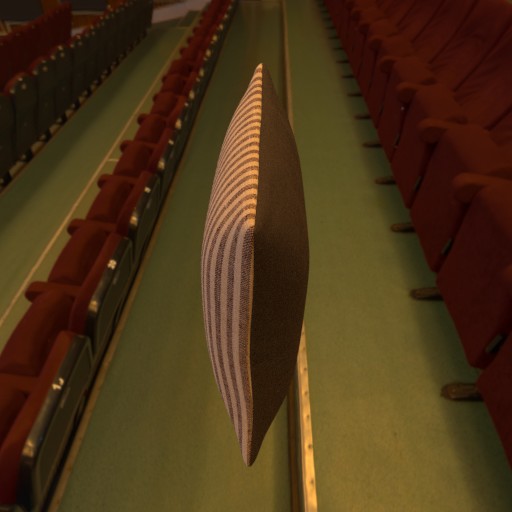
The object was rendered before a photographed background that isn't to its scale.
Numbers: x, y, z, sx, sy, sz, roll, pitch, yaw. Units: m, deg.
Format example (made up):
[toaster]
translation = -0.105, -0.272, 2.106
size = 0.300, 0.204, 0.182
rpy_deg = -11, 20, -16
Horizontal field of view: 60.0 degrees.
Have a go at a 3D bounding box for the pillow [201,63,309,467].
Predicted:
[pillow]
translation = 0.000, 0.000, 0.782
size = 0.166, 0.506, 0.523
rpy_deg = 1, 40, 1
